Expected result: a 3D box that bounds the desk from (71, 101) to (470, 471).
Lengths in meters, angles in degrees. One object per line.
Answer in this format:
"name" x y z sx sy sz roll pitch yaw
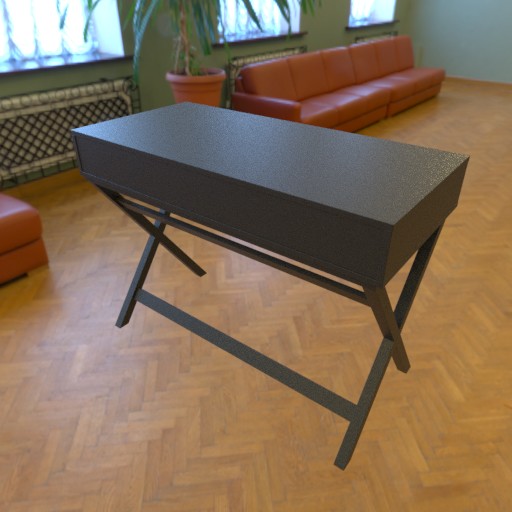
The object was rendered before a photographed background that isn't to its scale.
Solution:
"desk" 0.000 0.000 1.486 1.057 0.780 0.525 22 38 31
